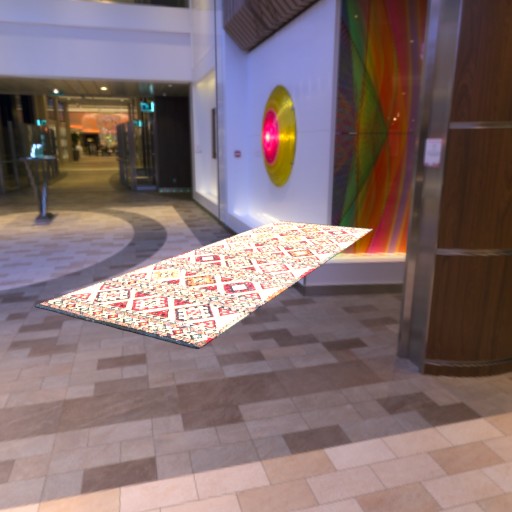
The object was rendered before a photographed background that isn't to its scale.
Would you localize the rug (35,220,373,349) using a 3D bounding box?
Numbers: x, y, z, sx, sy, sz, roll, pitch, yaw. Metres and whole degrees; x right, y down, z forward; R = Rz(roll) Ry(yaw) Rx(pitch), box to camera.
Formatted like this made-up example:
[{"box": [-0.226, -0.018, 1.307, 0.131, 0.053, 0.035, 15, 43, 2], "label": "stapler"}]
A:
[{"box": [0.000, 0.000, 2.651, 0.832, 0.008, 2.362, 7, 16, 27], "label": "rug"}]
